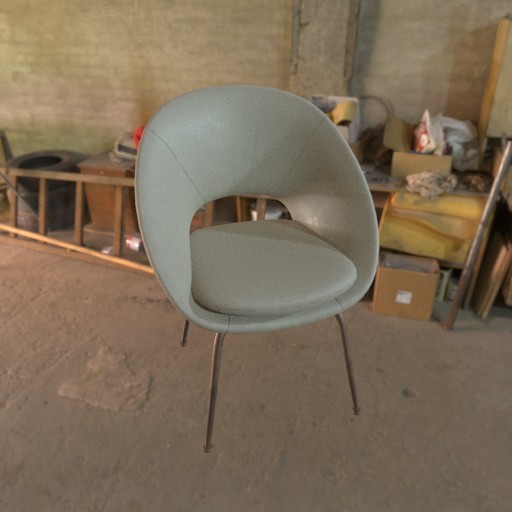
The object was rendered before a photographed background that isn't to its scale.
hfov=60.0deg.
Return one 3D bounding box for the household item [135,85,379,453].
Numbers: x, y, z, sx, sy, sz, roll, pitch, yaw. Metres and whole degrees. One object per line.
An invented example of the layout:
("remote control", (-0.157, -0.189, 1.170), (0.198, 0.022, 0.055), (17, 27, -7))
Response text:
("household item", (0.000, 0.000, 1.273), (0.623, 0.852, 0.573), (-8, 30, -14))
